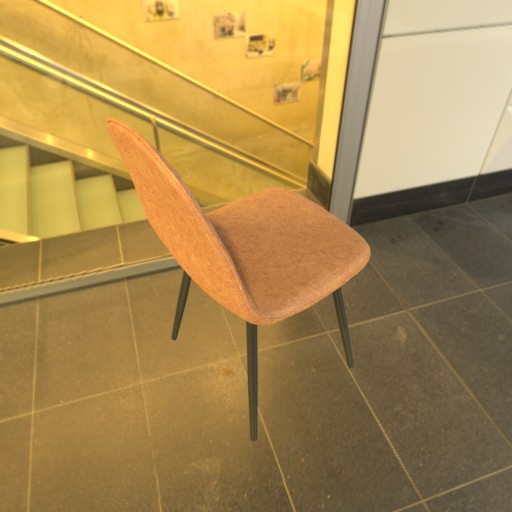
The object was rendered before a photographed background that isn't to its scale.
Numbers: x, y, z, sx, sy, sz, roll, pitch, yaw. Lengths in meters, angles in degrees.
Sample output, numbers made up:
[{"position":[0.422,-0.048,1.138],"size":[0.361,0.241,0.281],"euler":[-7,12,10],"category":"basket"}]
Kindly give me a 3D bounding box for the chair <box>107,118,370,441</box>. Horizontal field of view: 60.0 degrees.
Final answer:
[{"position":[0.000,0.000,1.192],"size":[0.561,0.889,0.472],"euler":[-27,49,-27],"category":"chair"}]
